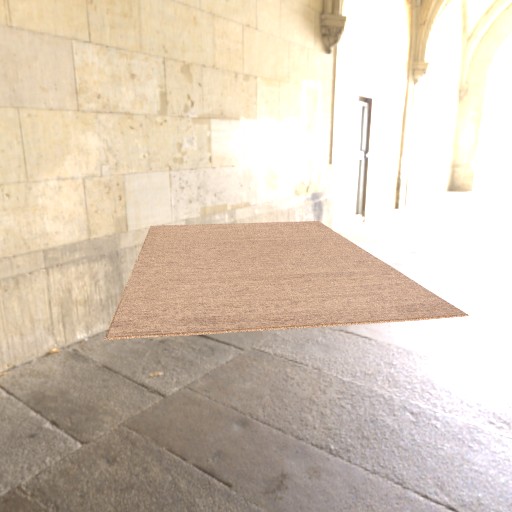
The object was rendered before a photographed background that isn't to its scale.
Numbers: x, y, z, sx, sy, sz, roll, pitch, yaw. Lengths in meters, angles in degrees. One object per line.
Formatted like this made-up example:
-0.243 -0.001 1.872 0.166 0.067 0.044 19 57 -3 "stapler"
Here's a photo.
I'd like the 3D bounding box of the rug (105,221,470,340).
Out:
0.000 0.000 2.332 1.225 0.013 1.840 -2 15 -8 "rug"
